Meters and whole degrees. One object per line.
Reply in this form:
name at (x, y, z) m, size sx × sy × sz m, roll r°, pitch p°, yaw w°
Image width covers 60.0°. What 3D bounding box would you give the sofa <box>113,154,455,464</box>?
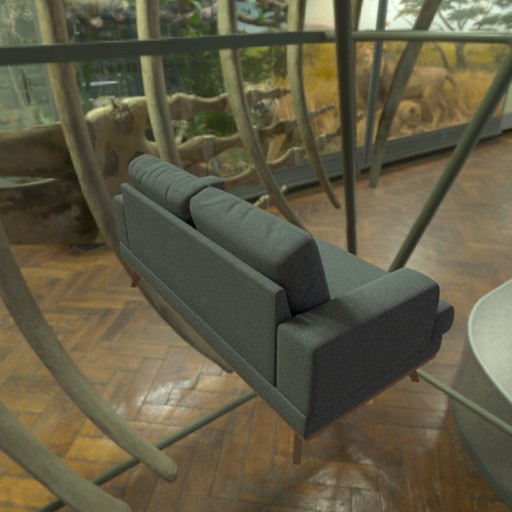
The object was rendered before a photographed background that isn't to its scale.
sofa at (0.000, 0.000, 2.123) m, size 0.785 × 0.810 × 1.650 m, roll -19°, pitch 33°, yaw -32°
